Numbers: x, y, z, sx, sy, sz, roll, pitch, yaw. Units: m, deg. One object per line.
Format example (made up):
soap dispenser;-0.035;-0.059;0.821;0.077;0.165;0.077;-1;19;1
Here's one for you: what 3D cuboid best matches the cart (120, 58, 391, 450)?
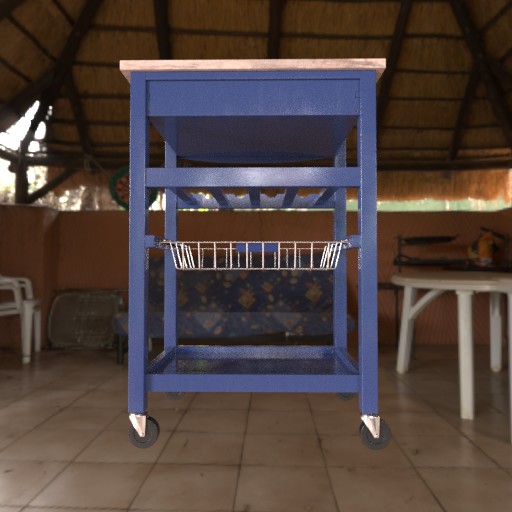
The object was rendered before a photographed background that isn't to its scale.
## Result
cart;0.000;0.000;1.147;0.584;0.839;0.403;0;-1;1
